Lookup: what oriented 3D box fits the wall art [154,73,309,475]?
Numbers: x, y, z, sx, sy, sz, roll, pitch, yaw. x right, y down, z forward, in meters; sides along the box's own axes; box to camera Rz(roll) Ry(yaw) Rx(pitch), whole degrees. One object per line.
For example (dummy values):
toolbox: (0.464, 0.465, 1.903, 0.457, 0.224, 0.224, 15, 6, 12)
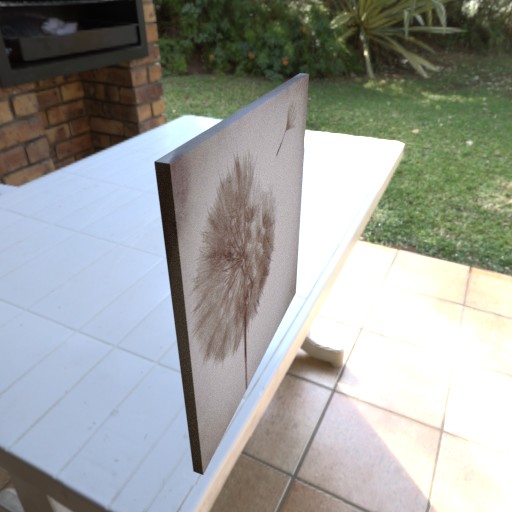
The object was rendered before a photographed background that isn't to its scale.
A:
wall art: (0.000, 0.000, 1.143, 0.027, 0.762, 0.762, 11, 34, 18)
